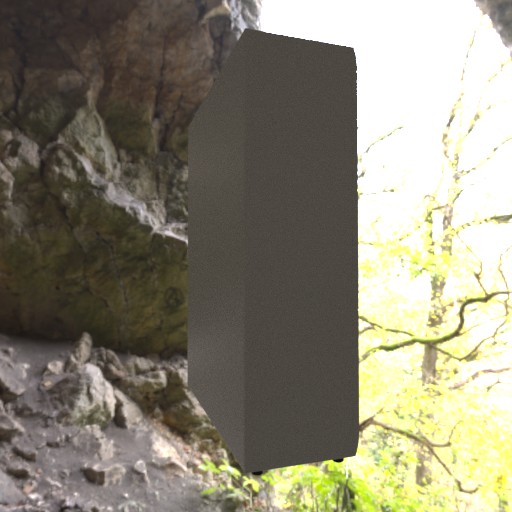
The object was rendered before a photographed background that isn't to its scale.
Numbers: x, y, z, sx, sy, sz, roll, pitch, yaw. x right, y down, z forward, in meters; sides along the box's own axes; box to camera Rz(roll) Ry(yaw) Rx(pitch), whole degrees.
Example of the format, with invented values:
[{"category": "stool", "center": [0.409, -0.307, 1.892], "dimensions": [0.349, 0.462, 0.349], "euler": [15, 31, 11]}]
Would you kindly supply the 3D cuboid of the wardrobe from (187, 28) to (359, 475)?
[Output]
[{"category": "wardrobe", "center": [0.000, 0.000, 1.656], "dimensions": [0.360, 1.200, 0.900], "euler": [0, -1, -18]}]
